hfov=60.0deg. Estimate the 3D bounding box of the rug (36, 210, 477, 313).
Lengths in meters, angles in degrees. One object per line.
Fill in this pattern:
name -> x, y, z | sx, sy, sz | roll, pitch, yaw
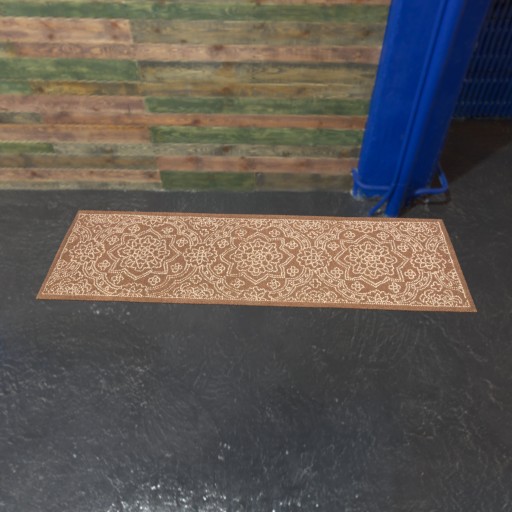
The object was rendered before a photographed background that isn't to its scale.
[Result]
rug -> 0.000, 0.000, 2.712 | 2.448, 0.012, 0.769 | 2, 46, 2
